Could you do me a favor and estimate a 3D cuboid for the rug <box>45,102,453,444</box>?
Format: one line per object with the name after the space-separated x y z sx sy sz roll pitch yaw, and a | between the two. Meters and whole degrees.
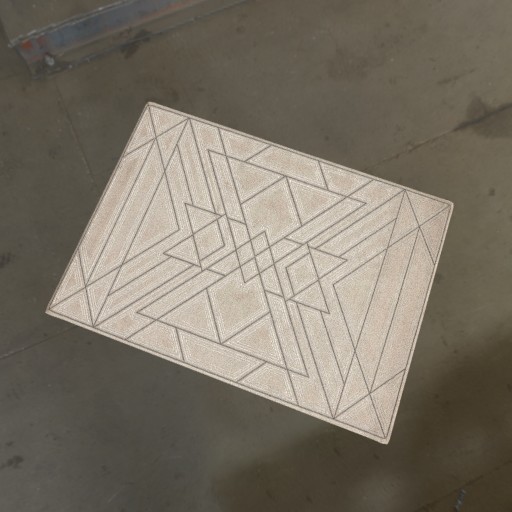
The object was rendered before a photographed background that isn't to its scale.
0.000 0.000 4.346 3.381 0.026 2.436 20 76 5 | rug
